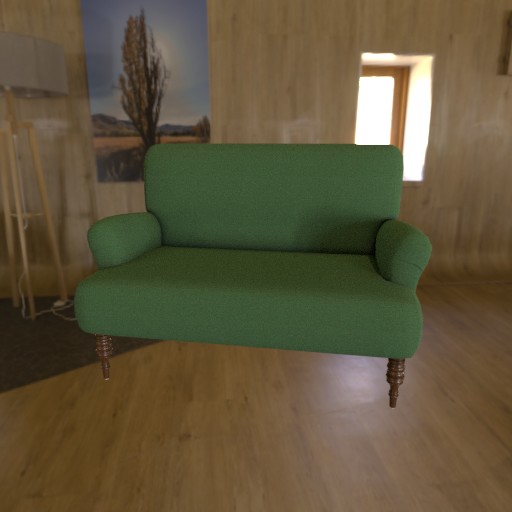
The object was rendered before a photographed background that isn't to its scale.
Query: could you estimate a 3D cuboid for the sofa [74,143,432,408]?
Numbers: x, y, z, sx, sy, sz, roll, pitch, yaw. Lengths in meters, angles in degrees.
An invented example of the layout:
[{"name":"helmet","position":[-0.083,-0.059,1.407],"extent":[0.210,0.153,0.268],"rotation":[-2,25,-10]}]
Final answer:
[{"name":"sofa","position":[0.000,0.000,1.817],"extent":[1.297,0.889,0.779],"rotation":[3,15,10]}]
